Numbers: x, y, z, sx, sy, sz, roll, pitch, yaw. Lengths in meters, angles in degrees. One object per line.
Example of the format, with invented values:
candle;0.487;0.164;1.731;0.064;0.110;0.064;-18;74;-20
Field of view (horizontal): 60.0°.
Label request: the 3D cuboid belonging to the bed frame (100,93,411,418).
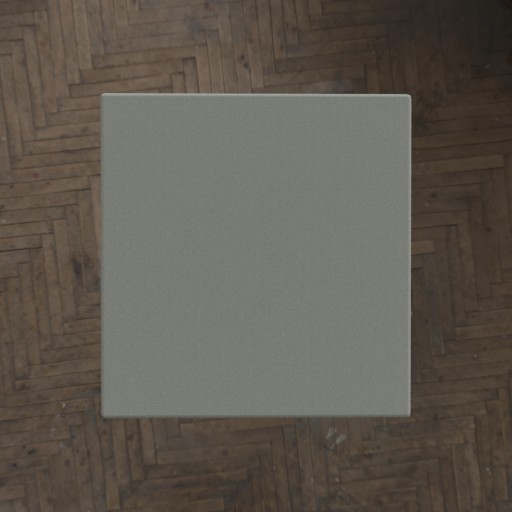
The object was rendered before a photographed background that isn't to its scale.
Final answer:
bed frame;0.000;0.000;3.880;2.526;0.680;2.635;0;90;-1
